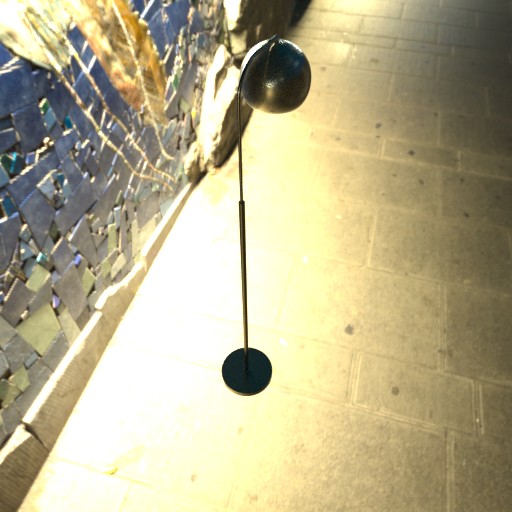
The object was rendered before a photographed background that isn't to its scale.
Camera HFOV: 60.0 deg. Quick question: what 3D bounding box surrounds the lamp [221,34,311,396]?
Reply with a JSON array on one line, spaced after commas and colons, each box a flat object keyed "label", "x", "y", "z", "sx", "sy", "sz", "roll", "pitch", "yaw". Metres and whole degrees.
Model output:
[{"label": "lamp", "x": 0.000, "y": 0.000, "z": 1.676, "sx": 0.250, "sy": 1.526, "sz": 0.431, "roll": 23, "pitch": 51, "yaw": 20}]
